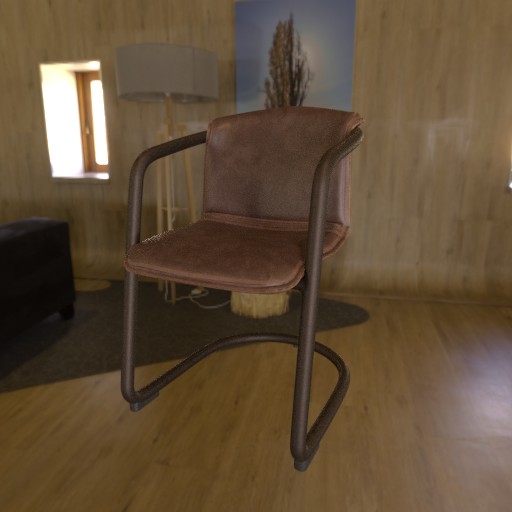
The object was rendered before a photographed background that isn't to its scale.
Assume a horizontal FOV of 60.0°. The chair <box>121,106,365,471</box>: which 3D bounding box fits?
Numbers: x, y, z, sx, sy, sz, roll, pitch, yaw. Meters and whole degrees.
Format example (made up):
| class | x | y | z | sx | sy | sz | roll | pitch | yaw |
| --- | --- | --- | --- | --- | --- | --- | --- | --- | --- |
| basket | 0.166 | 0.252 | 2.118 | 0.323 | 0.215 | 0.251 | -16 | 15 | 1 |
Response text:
| class | x | y | z | sx | sy | sz | roll | pitch | yaw |
| --- | --- | --- | --- | --- | --- | --- | --- | --- | --- |
| chair | 0.000 | 0.000 | 1.254 | 0.536 | 0.836 | 0.664 | 7 | 16 | 27 |
